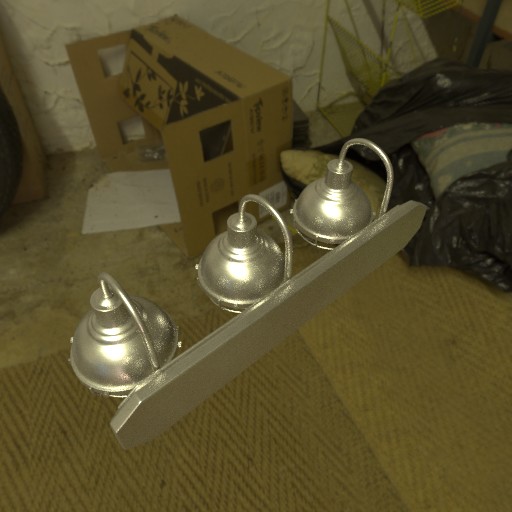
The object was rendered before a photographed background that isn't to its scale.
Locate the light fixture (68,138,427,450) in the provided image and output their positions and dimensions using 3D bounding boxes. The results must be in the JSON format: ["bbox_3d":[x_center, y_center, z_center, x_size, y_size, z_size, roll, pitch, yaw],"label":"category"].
[{"bbox_3d":[0.000,0.000,0.726,0.634,0.254,0.229,-32,54,-27],"label":"light fixture"}]
